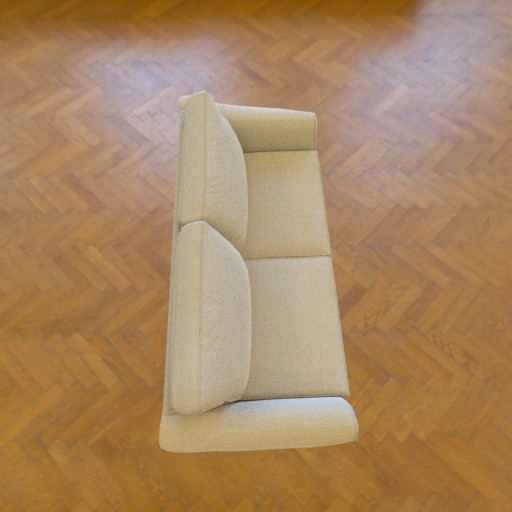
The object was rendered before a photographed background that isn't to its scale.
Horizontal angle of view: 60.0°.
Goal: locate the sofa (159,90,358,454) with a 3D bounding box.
[{"bbox_3d":[0.000,0.000,2.783,0.980,0.965,2.270,-2,63,-1],"label":"sofa"}]
